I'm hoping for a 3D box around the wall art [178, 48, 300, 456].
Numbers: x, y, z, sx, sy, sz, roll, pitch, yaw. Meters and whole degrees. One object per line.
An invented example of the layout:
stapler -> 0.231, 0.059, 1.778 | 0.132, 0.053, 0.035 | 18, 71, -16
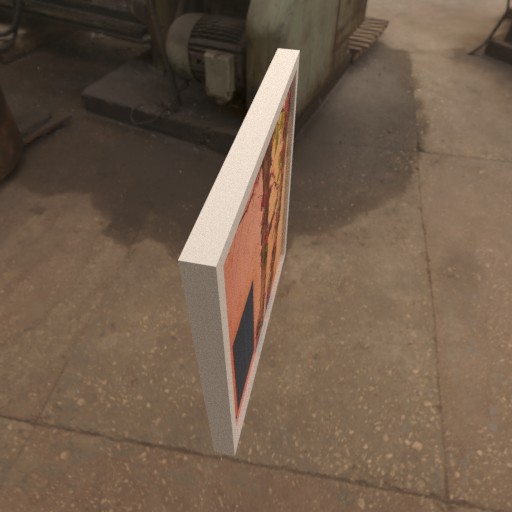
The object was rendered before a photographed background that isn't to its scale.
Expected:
wall art -> 0.000, 0.000, 0.776 | 0.038, 0.508, 0.507 | 9, 48, 9
